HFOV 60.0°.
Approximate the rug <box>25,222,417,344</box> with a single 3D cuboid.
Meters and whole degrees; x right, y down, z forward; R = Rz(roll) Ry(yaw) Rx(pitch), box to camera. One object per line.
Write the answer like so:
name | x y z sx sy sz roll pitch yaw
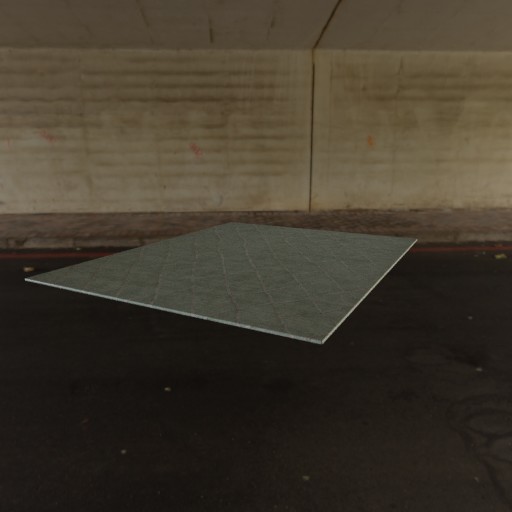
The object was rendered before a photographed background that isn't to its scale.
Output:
rug | 0.000 0.000 4.164 2.420 0.019 3.039 7 15 27
